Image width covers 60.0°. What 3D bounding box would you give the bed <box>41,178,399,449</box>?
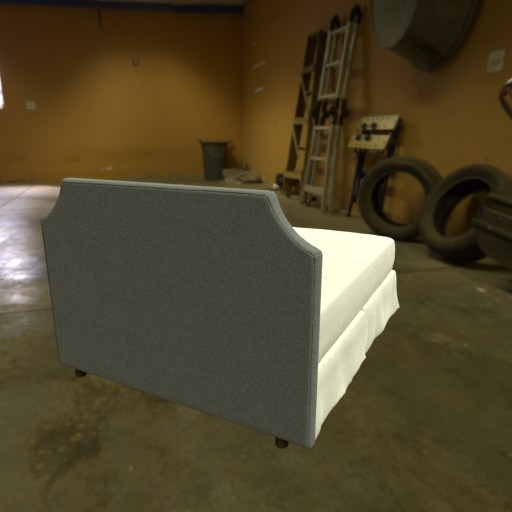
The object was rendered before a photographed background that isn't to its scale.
[{"bbox_3d":[0.000,0.000,3.352,1.811,1.296,2.259,8,17,27],"label":"bed"}]
